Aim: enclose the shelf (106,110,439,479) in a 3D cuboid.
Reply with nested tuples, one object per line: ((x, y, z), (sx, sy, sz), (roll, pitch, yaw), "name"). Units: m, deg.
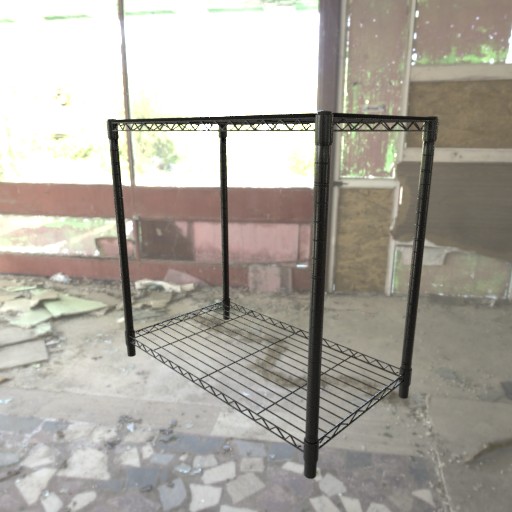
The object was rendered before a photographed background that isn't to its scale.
((0.000, 0.000, 0.945), (0.338, 0.564, 0.589), (-15, 22, -43), "shelf")
